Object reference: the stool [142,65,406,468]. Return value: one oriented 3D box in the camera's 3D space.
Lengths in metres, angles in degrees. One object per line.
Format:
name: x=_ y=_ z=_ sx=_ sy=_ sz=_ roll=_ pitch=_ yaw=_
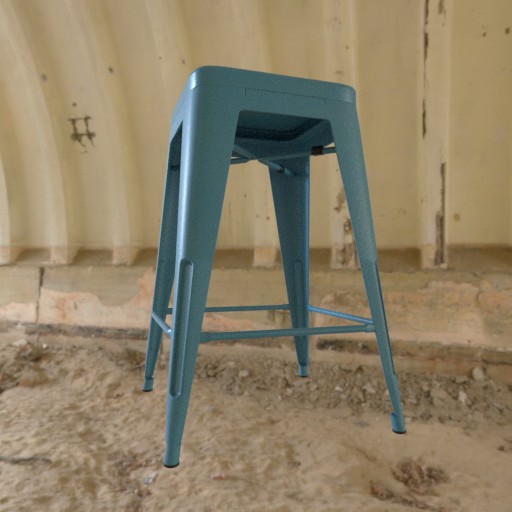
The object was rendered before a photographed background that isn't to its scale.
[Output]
stool: x=0.000 y=0.000 z=0.884 sx=0.410 sy=0.608 sz=0.410 roll=0 pitch=-1 yaw=-19
